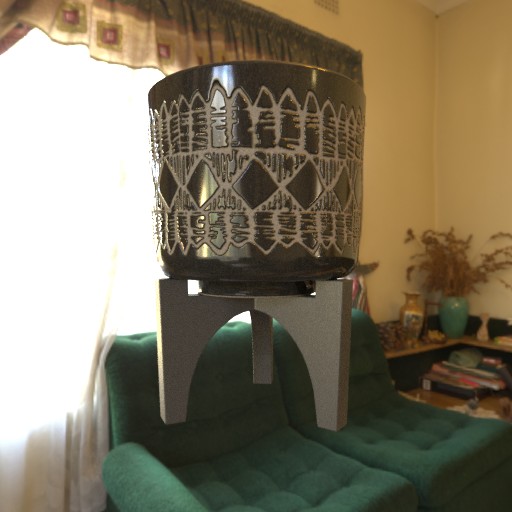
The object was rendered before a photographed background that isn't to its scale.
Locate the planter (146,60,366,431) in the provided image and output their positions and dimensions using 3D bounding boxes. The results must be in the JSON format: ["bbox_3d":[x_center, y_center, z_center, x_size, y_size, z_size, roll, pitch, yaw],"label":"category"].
[{"bbox_3d":[0.000,0.000,0.521,0.251,0.355,0.251,1,1,36],"label":"planter"}]
